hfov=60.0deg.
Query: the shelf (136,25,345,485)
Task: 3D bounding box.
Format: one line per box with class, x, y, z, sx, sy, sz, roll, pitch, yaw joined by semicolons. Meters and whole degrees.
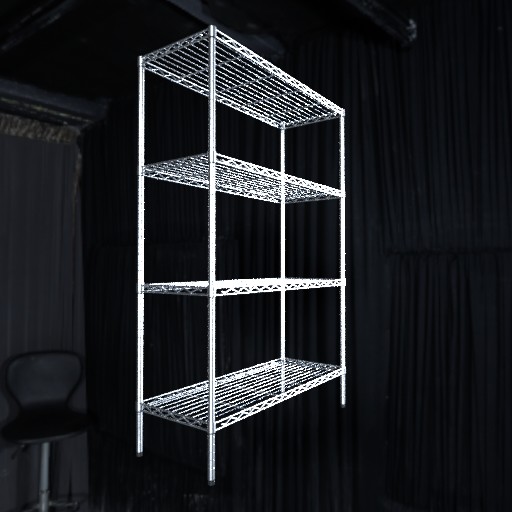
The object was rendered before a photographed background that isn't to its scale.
shelf;0.000;0.000;1.769;0.352;1.360;0.907;-1;-1;37
